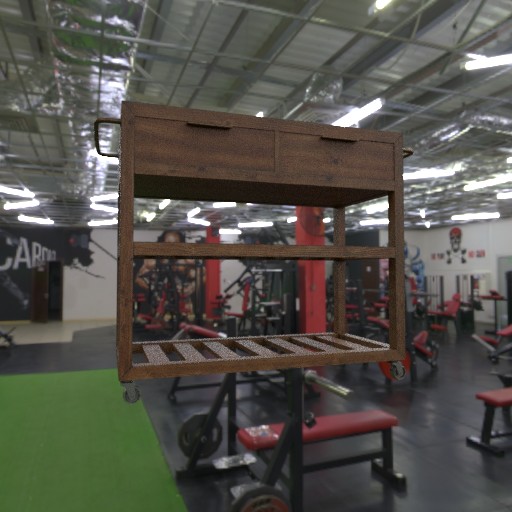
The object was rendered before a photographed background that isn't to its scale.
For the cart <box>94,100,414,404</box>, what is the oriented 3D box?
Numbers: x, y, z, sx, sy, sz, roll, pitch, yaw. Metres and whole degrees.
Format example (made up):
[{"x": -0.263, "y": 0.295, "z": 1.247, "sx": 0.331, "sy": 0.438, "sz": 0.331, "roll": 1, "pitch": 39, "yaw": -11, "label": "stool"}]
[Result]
[{"x": 0.000, "y": 0.000, "z": 1.538, "sx": 1.065, "sy": 0.830, "sz": 0.445, "roll": 1, "pitch": -2, "yaw": -18, "label": "cart"}]
